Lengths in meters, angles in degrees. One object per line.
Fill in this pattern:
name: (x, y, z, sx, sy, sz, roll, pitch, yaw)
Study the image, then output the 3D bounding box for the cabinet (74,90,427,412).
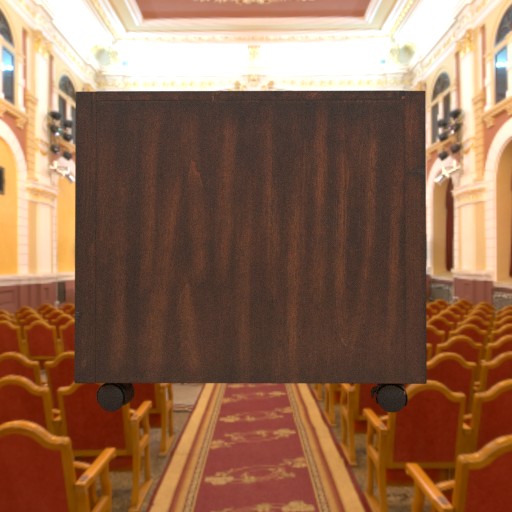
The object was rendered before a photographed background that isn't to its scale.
cabinet: (0.000, 0.000, 0.814, 0.500, 0.455, 0.402, 0, -1, 0)
